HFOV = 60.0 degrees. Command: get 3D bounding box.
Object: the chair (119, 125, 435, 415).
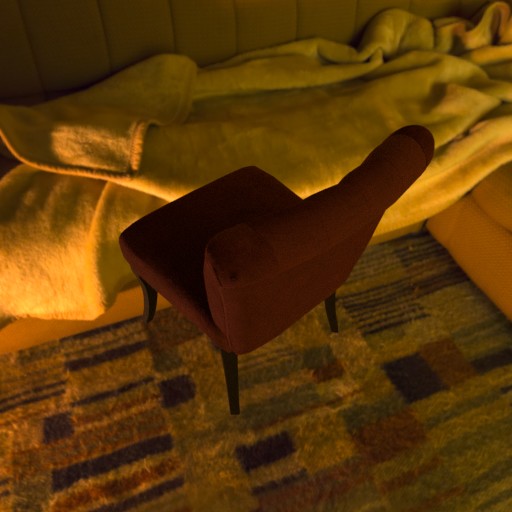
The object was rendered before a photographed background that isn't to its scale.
[{"bbox_3d":[0.000,0.000,1.185,0.582,0.750,0.605,-33,54,-28],"label":"chair"}]
